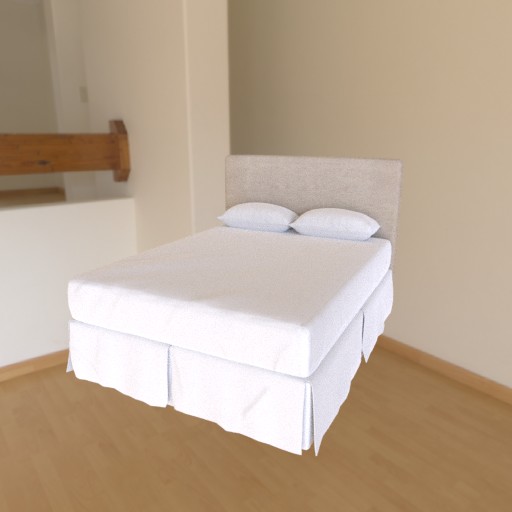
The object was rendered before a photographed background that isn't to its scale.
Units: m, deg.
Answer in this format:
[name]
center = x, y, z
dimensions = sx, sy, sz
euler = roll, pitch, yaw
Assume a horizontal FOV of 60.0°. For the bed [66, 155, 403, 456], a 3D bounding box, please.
[bed]
center = 0.000, 0.000, 3.223
dimensions = 1.713, 1.330, 2.162
euler = 8, 17, 26
